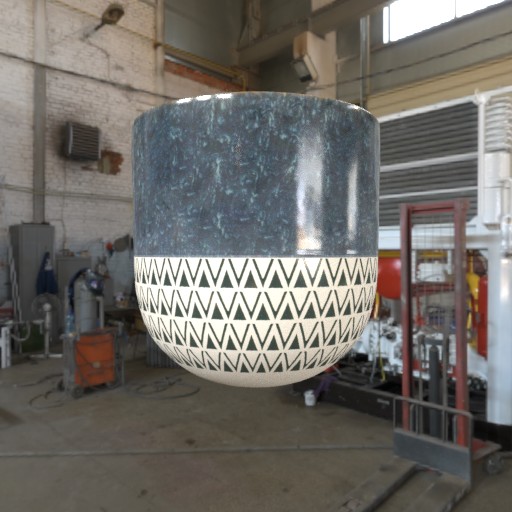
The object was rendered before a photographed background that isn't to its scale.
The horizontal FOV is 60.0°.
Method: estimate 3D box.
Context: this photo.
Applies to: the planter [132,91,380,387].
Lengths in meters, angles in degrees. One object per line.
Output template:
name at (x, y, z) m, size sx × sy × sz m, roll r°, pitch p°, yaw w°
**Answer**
planter at (0.000, 0.000, 0.493) m, size 0.266 × 0.270 × 0.266 m, roll 0°, pitch 0°, yaw 0°
